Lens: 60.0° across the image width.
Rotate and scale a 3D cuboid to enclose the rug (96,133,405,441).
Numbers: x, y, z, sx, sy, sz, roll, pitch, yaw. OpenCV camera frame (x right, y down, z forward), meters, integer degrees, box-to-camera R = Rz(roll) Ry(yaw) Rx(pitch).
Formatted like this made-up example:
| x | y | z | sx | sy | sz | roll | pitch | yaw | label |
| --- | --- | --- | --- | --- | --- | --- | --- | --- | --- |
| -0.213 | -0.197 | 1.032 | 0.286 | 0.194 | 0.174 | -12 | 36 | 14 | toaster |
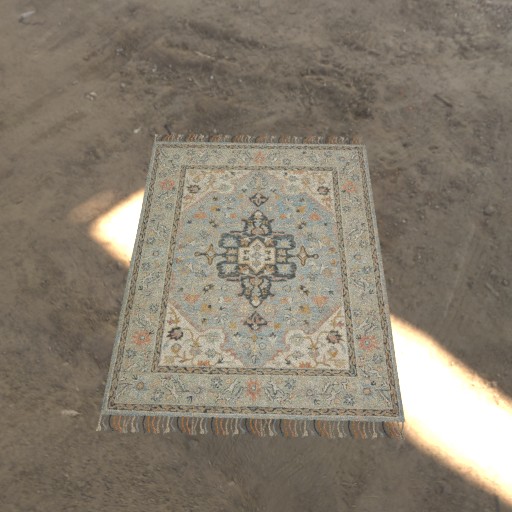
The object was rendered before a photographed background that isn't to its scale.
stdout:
| x | y | z | sx | sy | sz | roll | pitch | yaw | label |
| --- | --- | --- | --- | --- | --- | --- | --- | --- | --- |
| 0.000 | 0.000 | 2.260 | 1.278 | 0.009 | 1.730 | 1 | 59 | 1 | rug |
